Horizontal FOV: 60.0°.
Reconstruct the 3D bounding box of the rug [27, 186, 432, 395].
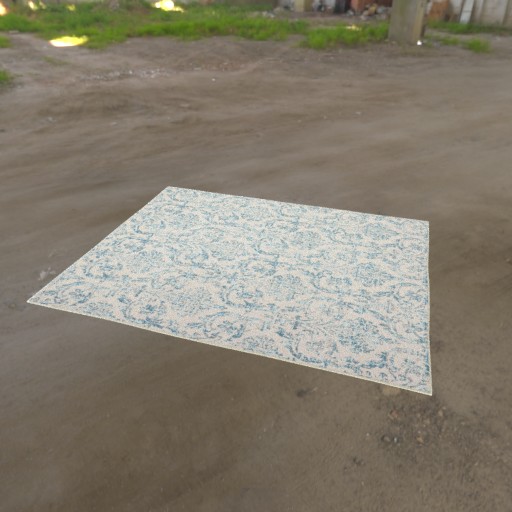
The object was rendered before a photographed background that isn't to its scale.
[{"bbox_3d":[0.000,0.000,4.003,2.980,0.012,2.363,10,33,15],"label":"rug"}]
